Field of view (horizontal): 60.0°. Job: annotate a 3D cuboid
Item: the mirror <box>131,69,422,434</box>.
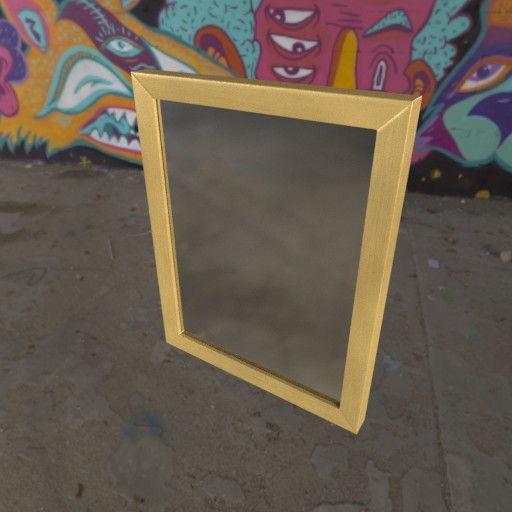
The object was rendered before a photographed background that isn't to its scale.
[{"bbox_3d":[0.000,0.000,0.686,0.405,0.508,0.041,18,34,28],"label":"mirror"}]
